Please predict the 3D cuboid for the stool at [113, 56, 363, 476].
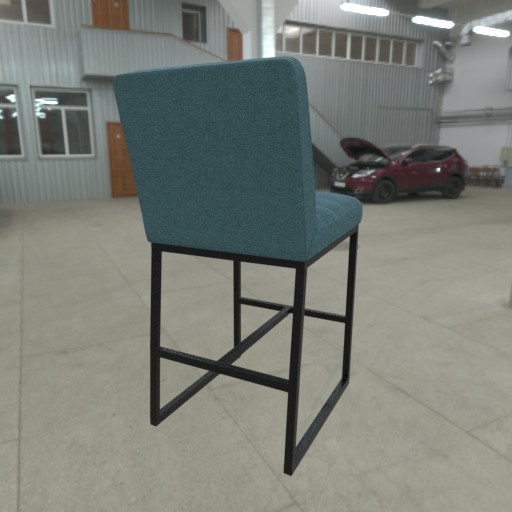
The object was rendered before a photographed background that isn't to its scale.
[{"bbox_3d":[0.000,0.000,1.250,0.460,0.940,0.560,7,16,27],"label":"stool"}]
